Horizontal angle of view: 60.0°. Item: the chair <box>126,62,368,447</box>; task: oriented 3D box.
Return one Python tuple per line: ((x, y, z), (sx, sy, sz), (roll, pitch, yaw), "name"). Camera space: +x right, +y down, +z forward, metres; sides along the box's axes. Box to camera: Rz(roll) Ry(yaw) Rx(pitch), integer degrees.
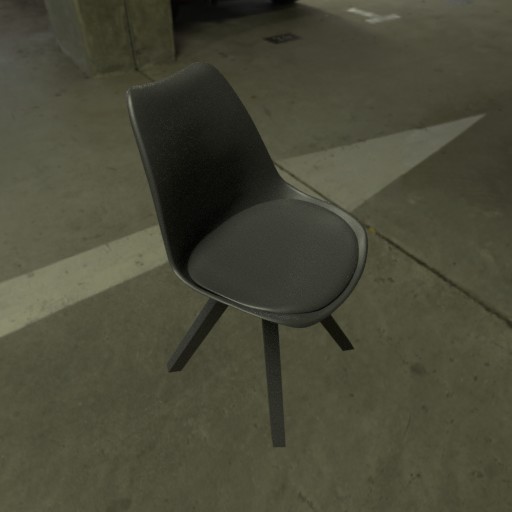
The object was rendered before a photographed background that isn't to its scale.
((0.000, 0.000, 1.190), (0.550, 0.850, 0.485), (26, 47, 27), "chair")
